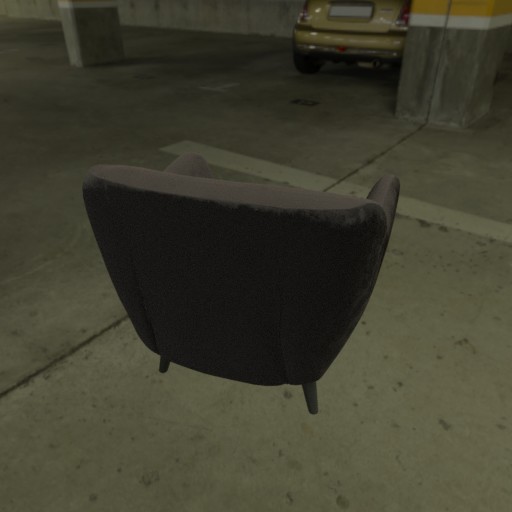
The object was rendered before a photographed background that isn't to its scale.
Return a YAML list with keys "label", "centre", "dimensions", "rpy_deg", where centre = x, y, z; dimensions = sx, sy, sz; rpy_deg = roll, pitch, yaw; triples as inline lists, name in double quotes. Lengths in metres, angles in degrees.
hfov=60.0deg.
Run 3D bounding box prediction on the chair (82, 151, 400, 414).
- label: "chair"
  centre: [0.000, 0.000, 1.489]
  dimensions: [0.840, 0.807, 0.819]
  rpy_deg: [10, 33, 16]
